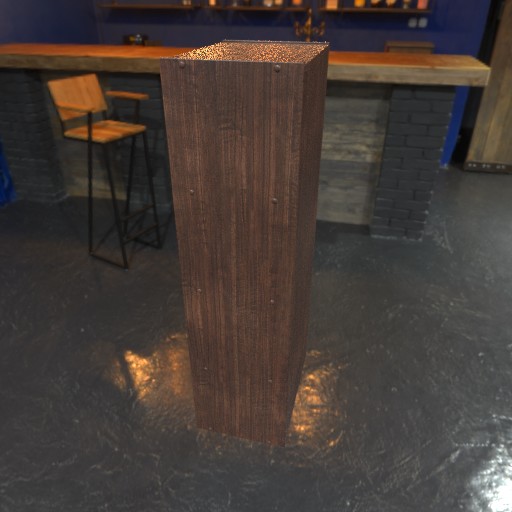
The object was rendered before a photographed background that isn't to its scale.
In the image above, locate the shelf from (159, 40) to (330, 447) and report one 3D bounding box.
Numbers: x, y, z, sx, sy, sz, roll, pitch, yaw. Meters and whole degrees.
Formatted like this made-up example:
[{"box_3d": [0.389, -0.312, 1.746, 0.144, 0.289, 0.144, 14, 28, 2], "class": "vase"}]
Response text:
[{"box_3d": [0.000, 0.000, 1.293, 0.290, 1.099, 0.415, 8, 31, 13], "class": "shelf"}]
